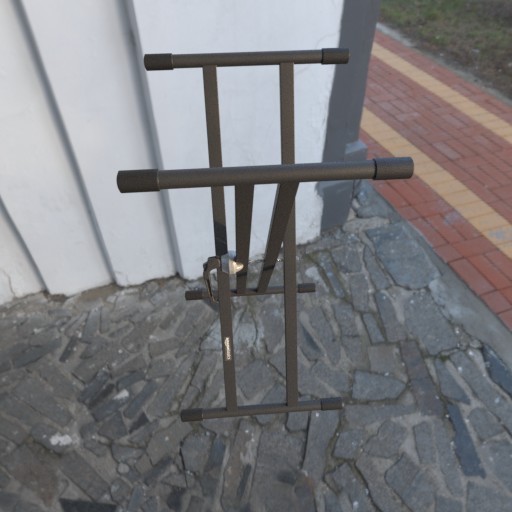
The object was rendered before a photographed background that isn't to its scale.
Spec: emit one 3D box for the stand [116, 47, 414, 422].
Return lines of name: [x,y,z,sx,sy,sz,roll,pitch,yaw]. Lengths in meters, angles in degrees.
stand: [0.000,0.000,1.201,0.495,0.900,0.503,-3,46,-3]
